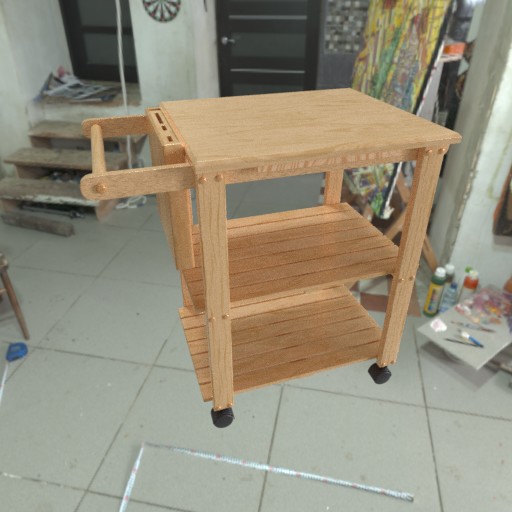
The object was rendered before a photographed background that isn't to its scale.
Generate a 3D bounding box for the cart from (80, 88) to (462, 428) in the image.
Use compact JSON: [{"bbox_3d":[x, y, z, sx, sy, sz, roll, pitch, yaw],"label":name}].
[{"bbox_3d":[0.000,0.000,1.316,0.843,0.816,0.520,-10,34,-15],"label":"cart"}]
